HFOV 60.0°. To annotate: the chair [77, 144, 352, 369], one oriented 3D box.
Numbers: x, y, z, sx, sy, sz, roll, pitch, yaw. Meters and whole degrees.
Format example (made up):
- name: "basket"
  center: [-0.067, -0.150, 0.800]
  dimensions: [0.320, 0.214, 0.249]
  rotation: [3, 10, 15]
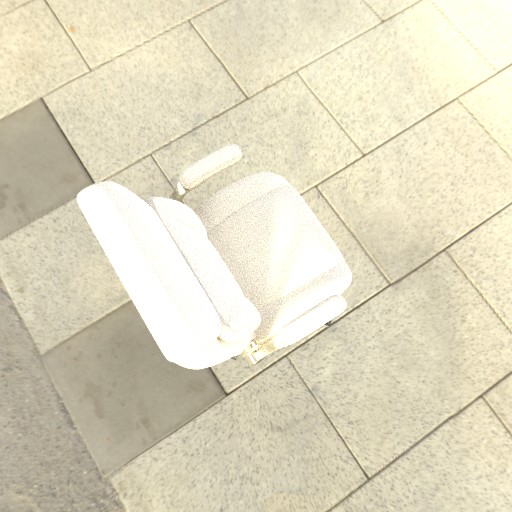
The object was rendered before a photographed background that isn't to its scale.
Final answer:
- name: "chair"
  center: [0.000, 0.000, 1.637]
  dimensions: [0.794, 1.110, 0.740]
  rotation: [-35, 78, -9]
